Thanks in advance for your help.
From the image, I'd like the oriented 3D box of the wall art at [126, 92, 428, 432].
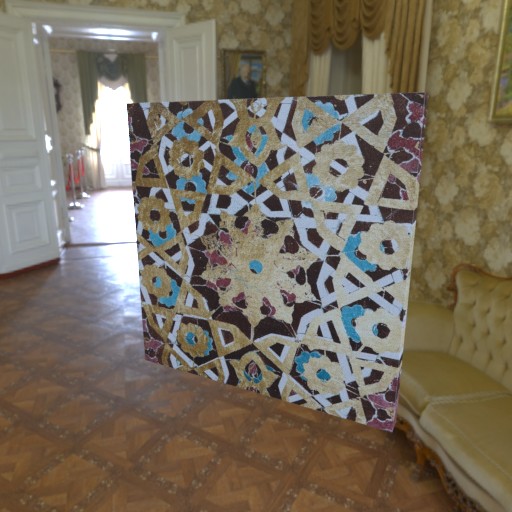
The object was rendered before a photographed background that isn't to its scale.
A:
[{"bbox_3d":[0.000,0.000,0.918,0.609,0.613,0.041,8,17,26],"label":"wall art"}]
